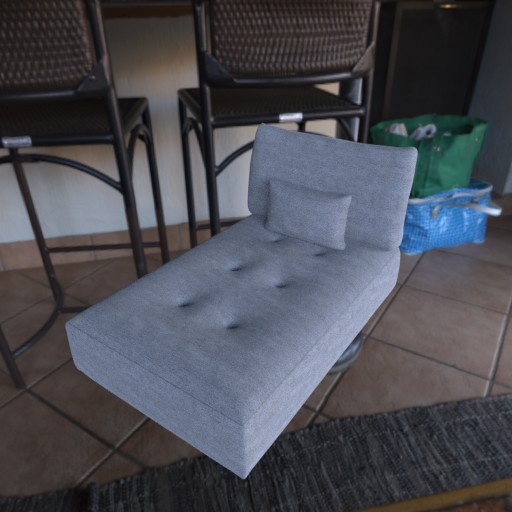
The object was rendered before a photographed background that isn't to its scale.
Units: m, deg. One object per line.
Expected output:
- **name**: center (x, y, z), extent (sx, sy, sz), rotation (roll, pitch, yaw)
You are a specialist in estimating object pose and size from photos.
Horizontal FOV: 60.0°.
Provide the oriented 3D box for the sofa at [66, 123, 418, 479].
- **sofa**: center (0.000, 0.000, 1.999), extent (0.930, 0.820, 1.450), rotation (19, 34, 30)
